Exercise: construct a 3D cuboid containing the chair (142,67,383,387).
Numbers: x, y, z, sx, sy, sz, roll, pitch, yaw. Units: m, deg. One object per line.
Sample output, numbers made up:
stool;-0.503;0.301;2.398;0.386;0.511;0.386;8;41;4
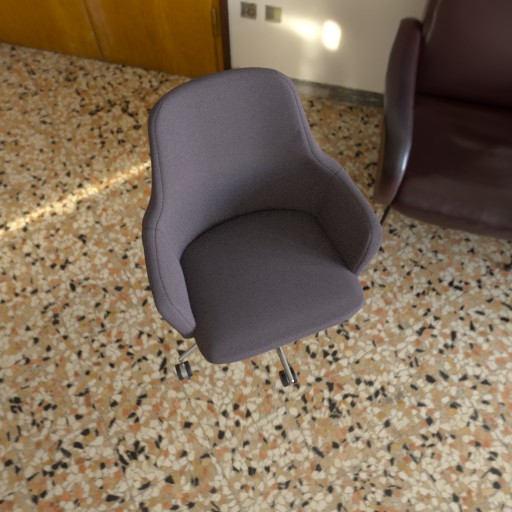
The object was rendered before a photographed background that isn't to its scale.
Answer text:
chair;0.000;0.000;1.251;0.655;0.820;0.600;-19;63;-10
